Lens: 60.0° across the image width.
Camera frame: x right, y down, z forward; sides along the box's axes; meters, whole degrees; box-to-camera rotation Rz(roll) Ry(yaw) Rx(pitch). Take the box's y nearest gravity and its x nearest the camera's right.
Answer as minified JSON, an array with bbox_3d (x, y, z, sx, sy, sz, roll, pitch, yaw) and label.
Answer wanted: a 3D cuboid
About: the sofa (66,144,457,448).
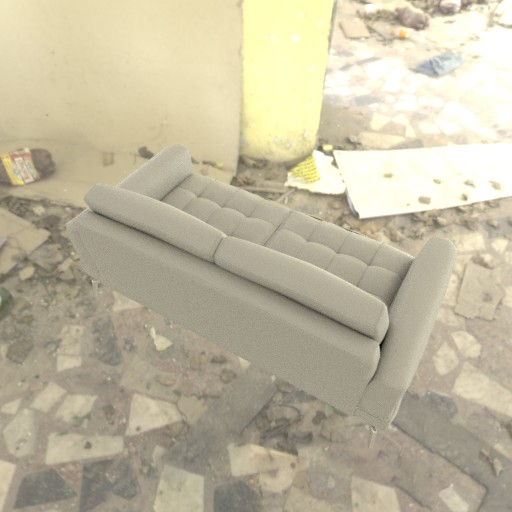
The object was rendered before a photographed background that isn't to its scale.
[{"bbox_3d":[0.000,0.000,2.748,2.177,0.930,1.121,23,51,20],"label":"sofa"}]
